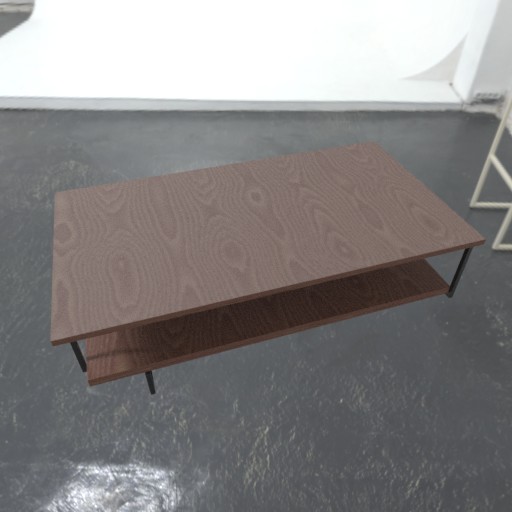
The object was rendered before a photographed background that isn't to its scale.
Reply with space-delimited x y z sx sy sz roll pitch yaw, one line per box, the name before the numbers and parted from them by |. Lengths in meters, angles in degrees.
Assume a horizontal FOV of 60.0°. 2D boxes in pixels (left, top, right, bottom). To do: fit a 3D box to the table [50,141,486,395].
table | 0.000 0.000 1.496 1.197 0.347 0.651 -12 43 -13
